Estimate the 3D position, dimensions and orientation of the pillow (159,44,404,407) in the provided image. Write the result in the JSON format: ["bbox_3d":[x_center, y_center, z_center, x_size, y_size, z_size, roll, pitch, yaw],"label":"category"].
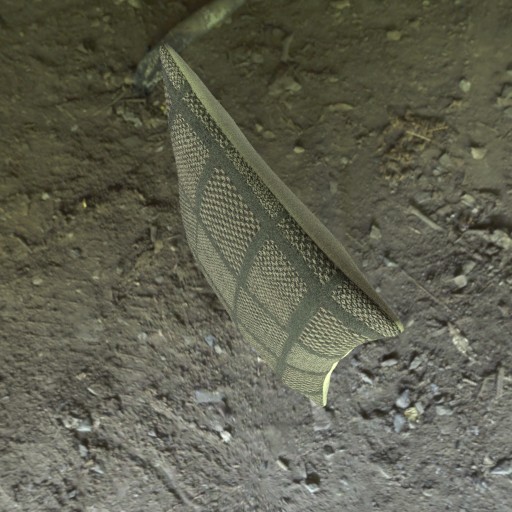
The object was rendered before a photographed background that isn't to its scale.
[{"bbox_3d":[0.000,0.000,0.649,0.138,0.432,0.435,-31,67,-14],"label":"pillow"}]
